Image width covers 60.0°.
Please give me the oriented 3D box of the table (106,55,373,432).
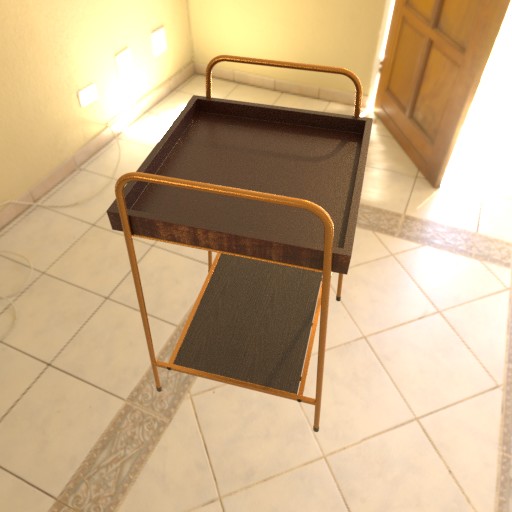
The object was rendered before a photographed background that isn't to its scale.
[{"bbox_3d":[0.000,0.000,1.008,0.430,0.710,0.430,11,48,10],"label":"table"}]
